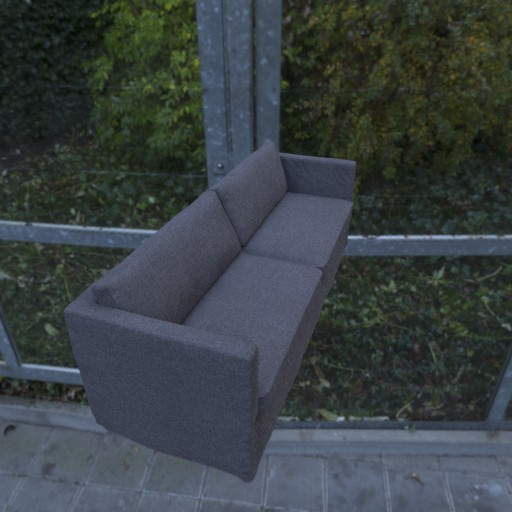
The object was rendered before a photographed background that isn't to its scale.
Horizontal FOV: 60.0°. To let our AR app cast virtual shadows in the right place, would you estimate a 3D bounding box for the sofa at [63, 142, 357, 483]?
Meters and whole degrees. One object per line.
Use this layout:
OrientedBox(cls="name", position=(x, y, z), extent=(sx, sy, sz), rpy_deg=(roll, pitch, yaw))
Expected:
OrientedBox(cls="sofa", position=(0.000, 0.000, 3.289), extent=(1.036, 0.998, 2.779), rpy_deg=(11, 32, 17))
